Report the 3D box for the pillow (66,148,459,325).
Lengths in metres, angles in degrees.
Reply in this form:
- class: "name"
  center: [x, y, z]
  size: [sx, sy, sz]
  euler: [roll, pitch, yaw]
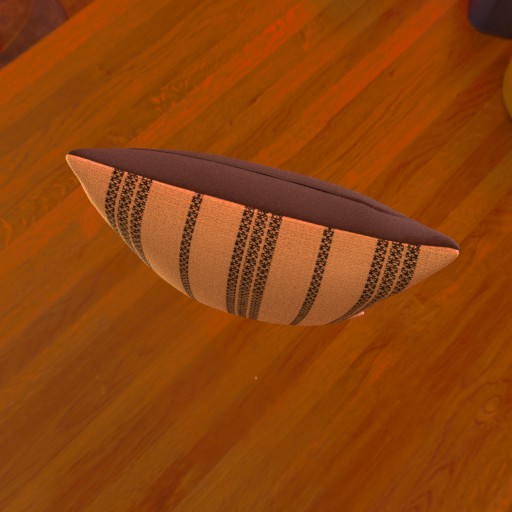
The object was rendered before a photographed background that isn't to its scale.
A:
- class: "pillow"
  center: [0.000, 0.000, 0.627]
  size: [0.405, 0.406, 0.173]
  euler: [14, 75, 4]
